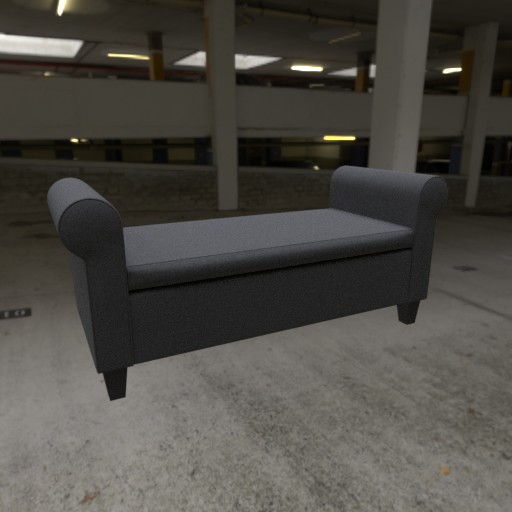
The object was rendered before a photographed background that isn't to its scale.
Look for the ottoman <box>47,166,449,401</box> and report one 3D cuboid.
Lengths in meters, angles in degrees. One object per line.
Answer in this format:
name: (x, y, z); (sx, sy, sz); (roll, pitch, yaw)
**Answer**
ottoman: (0.000, 0.000, 1.543); (1.256, 0.547, 0.521); (-8, 18, -26)
